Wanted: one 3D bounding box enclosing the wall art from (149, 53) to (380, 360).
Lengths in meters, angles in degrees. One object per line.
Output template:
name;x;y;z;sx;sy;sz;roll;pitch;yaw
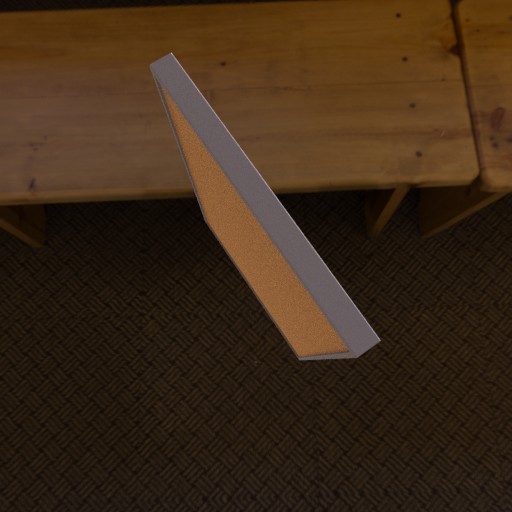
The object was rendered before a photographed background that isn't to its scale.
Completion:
wall art;0.000;0.000;0.977;0.039;0.753;0.511;-33;79;-7
